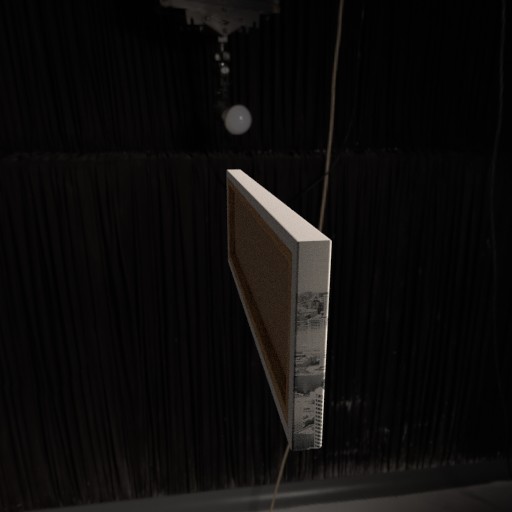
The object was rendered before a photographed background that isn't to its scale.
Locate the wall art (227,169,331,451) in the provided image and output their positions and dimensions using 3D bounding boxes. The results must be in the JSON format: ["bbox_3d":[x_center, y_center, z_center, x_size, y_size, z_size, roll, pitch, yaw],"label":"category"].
[{"bbox_3d":[0.000,0.000,0.850,0.038,0.255,0.763,-3,17,-9],"label":"wall art"}]
